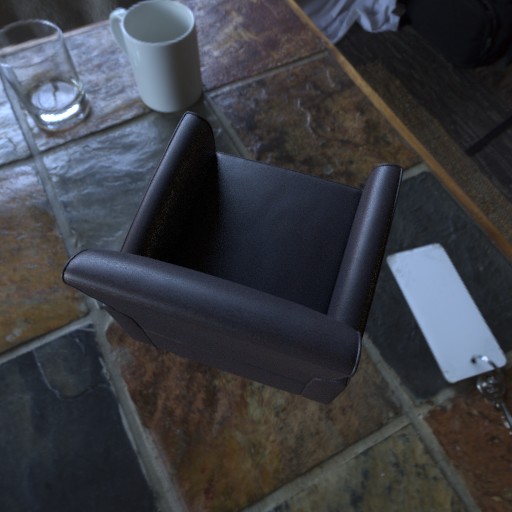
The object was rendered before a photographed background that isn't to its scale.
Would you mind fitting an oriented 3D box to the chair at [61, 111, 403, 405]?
[{"bbox_3d":[0.000,0.000,1.577,0.820,0.916,0.819,17,65,8],"label":"chair"}]
